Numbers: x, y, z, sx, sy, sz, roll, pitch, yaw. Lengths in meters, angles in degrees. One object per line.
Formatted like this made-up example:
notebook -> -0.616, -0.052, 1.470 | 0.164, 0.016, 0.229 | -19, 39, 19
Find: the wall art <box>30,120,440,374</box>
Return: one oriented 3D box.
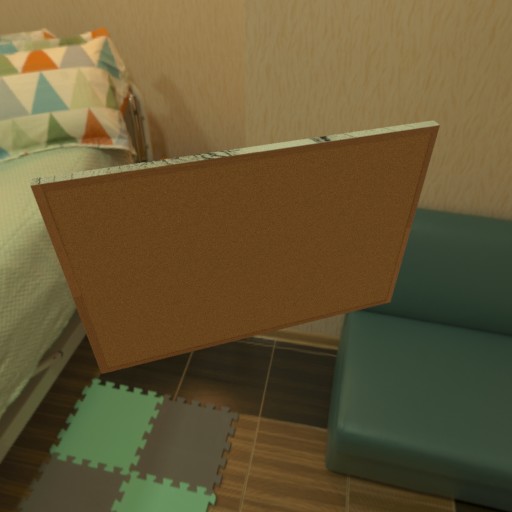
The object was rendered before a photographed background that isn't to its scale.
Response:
wall art -> 0.000, 0.000, 1.446 | 1.141, 0.758, 0.035 | -12, 42, -13
